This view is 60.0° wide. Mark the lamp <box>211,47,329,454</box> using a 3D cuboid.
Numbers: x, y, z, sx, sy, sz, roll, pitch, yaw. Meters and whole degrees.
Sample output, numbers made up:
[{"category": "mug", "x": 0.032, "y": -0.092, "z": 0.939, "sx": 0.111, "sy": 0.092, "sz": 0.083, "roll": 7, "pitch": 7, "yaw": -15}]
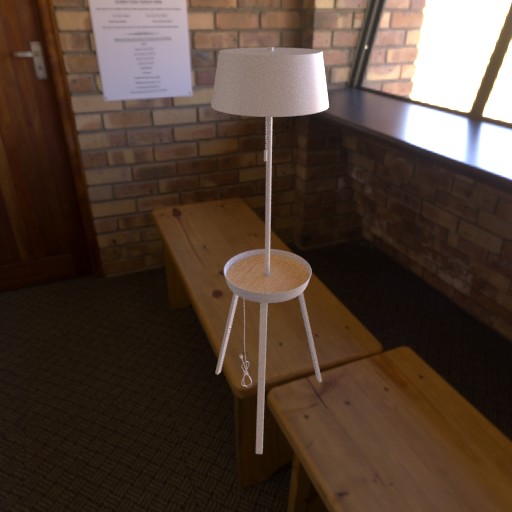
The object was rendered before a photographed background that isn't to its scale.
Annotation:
[{"category": "lamp", "x": 0.000, "y": 0.000, "z": 1.670, "sx": 0.468, "sy": 1.429, "sz": 0.508, "roll": 19, "pitch": 34, "yaw": 31}]
